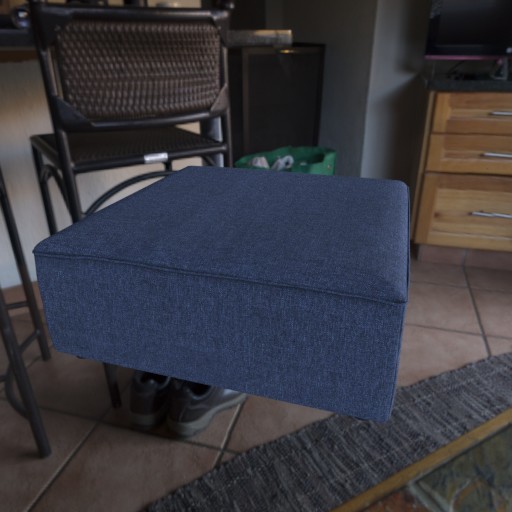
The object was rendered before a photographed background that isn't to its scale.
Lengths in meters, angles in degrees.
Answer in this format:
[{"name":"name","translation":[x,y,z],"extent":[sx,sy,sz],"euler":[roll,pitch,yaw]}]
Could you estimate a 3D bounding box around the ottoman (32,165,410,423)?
[{"name":"ottoman","translation":[0.000,0.000,1.584],"extent":[1.017,0.423,1.023],"euler":[8,26,16]}]
